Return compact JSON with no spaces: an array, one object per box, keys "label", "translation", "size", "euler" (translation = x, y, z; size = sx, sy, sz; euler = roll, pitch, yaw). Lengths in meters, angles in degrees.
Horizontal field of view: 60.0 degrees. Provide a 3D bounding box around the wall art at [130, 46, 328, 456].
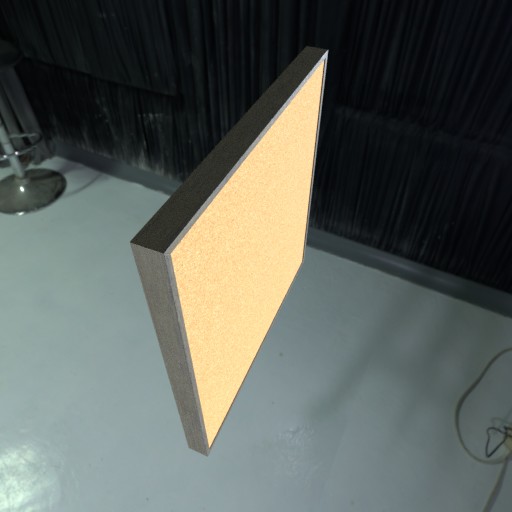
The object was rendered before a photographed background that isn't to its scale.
[{"label":"wall art","translation":[0.000,0.000,0.753],"size":[0.037,0.507,0.507],"euler":[17,49,16]}]
